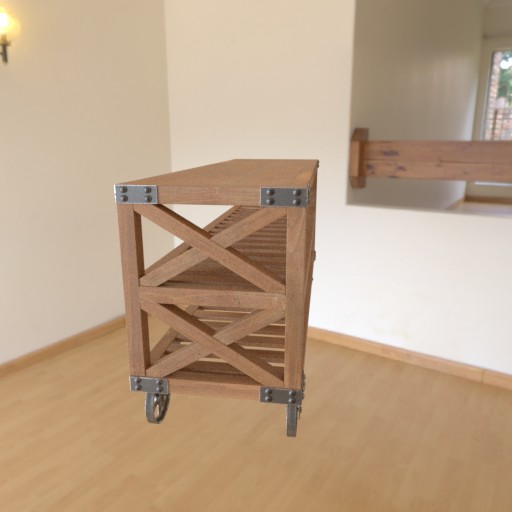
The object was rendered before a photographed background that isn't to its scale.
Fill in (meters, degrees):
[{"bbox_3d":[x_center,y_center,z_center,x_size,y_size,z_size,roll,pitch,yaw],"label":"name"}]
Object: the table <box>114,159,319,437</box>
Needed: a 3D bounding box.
[{"bbox_3d":[0.000,0.000,1.805,0.467,0.711,1.487,2,15,8],"label":"table"}]
